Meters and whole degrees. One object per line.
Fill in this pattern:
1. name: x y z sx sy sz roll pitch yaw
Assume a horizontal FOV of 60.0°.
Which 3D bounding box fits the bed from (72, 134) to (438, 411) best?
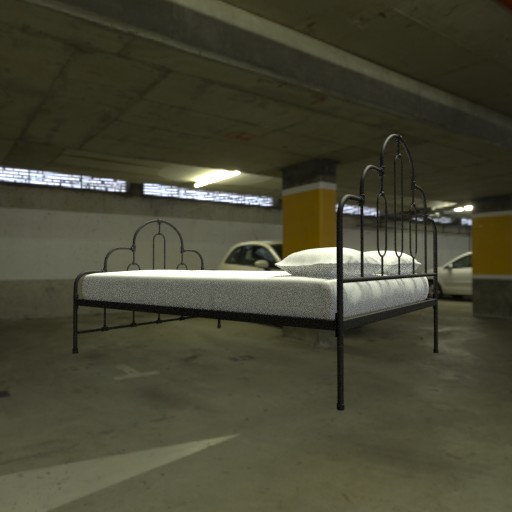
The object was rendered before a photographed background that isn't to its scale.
1. bed: 0.000 0.000 3.279 2.163 1.429 1.640 -1 -1 37
